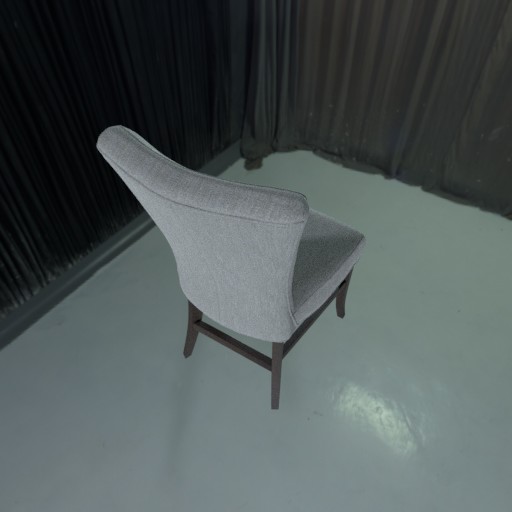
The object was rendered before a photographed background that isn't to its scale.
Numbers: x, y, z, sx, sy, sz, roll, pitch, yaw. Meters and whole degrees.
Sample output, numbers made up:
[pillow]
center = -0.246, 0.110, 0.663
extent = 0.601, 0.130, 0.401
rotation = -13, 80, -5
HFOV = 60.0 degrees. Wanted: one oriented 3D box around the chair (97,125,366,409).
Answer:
[chair]
center = 0.000, 0.000, 1.393
extent = 0.520, 0.991, 0.660
rotation = 24, 51, 21
